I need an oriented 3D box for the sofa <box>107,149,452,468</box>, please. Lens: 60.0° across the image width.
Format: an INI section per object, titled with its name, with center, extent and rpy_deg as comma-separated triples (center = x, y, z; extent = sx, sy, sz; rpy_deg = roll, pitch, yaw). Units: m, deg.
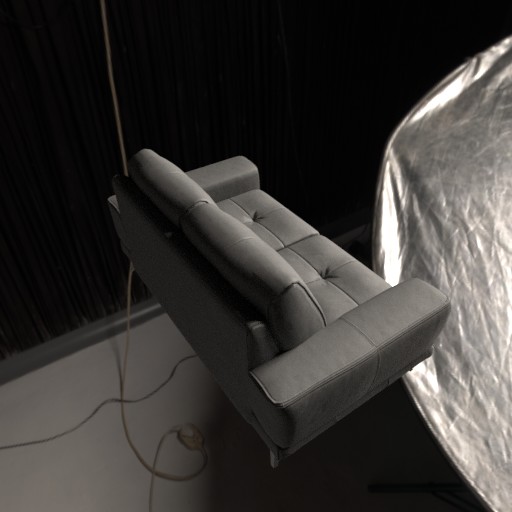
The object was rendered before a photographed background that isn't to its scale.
[sofa]
center = 0.000, 0.000, 2.410
extent = 1.018, 0.907, 1.806
rpy_deg = -24, 45, -26
